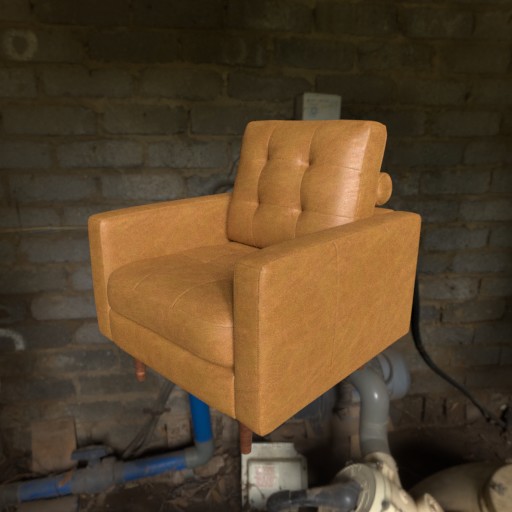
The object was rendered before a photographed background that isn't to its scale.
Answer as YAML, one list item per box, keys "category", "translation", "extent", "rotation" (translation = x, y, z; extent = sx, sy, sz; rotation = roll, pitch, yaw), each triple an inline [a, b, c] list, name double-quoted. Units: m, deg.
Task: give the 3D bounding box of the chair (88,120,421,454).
- category: "chair"
  translation: [0.000, 0.000, 1.523]
  extent: [0.831, 0.896, 0.868]
  rotation: [15, 22, 41]
